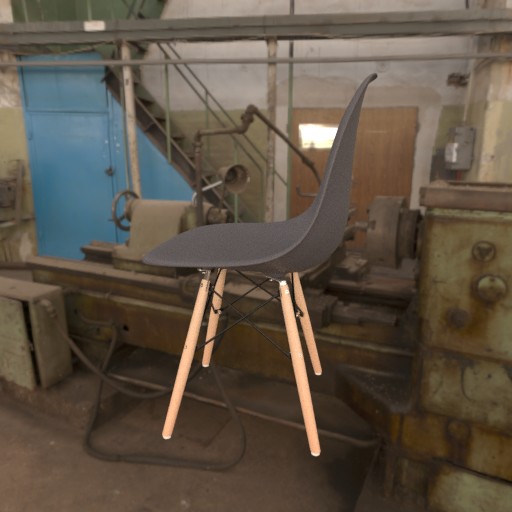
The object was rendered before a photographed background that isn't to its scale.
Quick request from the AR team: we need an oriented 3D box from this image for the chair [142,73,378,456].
[{"bbox_3d":[0.000,0.000,1.107,0.533,0.826,0.470,2,15,9],"label":"chair"}]
